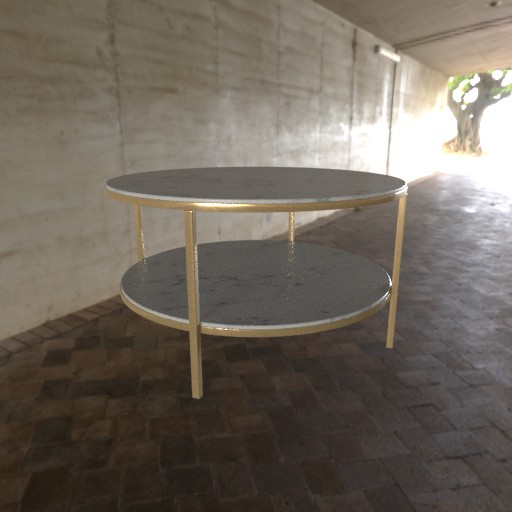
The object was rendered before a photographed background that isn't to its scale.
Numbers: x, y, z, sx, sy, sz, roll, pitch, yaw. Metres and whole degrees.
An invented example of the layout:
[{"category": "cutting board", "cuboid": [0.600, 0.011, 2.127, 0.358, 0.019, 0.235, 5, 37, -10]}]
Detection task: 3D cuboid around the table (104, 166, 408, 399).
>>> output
[{"category": "table", "cuboid": [0.000, 0.000, 1.291, 0.800, 0.450, 0.800, 0, 16, 0]}]
